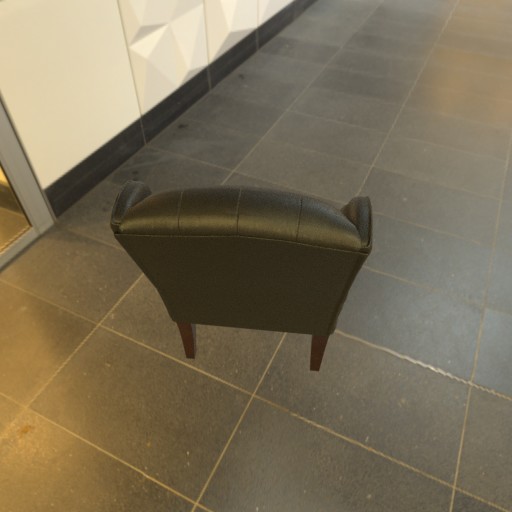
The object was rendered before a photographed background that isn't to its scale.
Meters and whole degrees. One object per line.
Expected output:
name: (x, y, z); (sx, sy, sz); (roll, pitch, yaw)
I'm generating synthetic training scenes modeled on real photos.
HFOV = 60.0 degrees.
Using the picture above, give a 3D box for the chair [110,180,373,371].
chair: (0.000, 0.000, 1.734); (0.831, 1.133, 0.822); (5, 47, 4)
